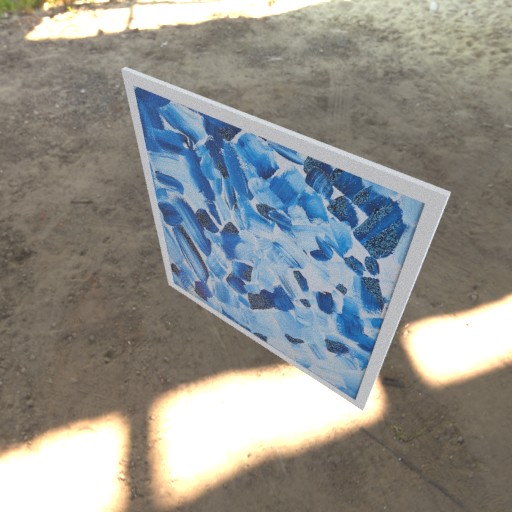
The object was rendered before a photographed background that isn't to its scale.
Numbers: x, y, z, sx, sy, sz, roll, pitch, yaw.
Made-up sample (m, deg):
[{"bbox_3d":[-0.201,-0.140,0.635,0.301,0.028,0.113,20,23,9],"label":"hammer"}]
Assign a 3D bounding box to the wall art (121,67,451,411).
[{"bbox_3d":[0.000,0.000,1.203,0.812,0.812,0.015,29,53,25],"label":"wall art"}]
